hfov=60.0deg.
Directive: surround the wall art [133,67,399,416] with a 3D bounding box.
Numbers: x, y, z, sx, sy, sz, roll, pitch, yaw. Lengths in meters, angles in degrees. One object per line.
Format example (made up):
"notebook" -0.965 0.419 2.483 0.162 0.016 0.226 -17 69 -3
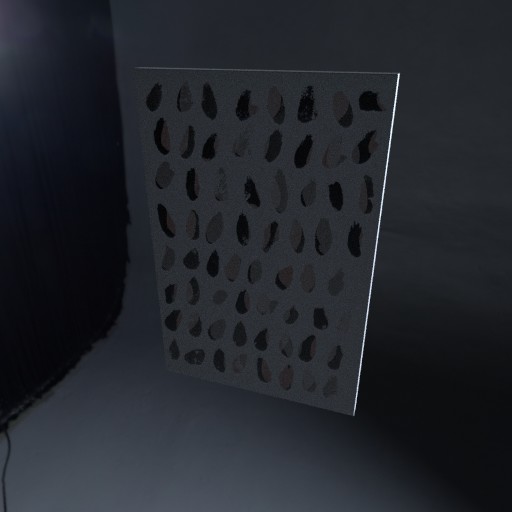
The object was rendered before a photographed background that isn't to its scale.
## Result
"wall art" 0.000 0.000 0.785 0.405 0.608 0.025 9 27 17
